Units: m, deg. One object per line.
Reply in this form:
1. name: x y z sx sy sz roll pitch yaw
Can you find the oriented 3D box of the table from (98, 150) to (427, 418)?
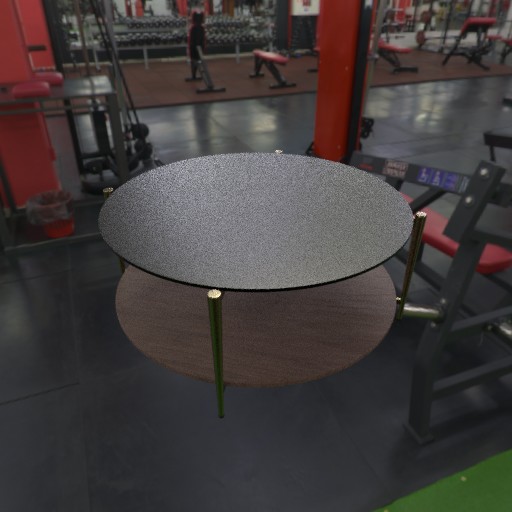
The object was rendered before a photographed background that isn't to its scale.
1. table: 0.000 0.000 1.482 0.938 0.400 0.938 -10 33 -16
